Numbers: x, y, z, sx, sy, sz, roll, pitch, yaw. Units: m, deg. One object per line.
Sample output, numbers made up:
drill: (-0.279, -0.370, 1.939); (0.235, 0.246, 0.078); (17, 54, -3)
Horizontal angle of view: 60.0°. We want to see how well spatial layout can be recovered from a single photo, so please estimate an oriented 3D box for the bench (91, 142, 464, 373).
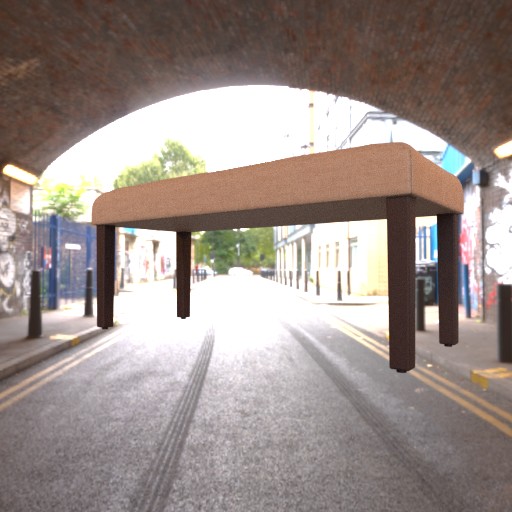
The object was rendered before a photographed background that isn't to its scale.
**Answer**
bench: (0.000, 0.000, 1.259); (1.013, 0.456, 0.407); (-1, -2, 37)
